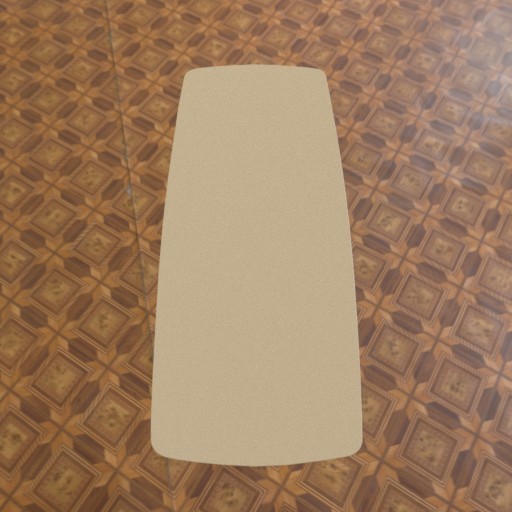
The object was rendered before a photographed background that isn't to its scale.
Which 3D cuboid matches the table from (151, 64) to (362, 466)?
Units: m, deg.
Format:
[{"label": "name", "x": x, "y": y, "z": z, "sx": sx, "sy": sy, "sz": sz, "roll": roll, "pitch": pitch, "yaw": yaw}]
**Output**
[{"label": "table", "x": 0.000, "y": 0.000, "z": 1.549, "sx": 0.561, "sy": 0.474, "sz": 1.334, "roll": 0, "pitch": 64, "yaw": 0}]
